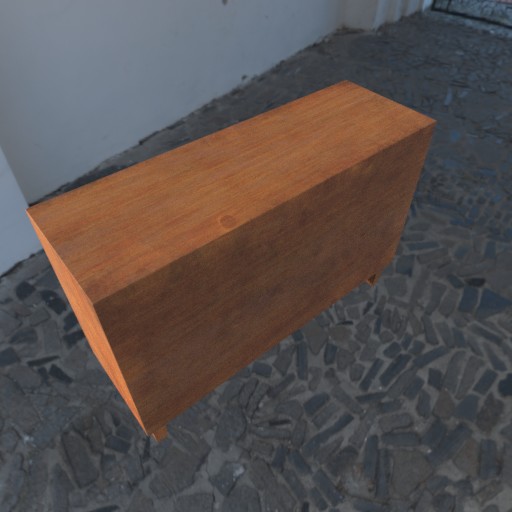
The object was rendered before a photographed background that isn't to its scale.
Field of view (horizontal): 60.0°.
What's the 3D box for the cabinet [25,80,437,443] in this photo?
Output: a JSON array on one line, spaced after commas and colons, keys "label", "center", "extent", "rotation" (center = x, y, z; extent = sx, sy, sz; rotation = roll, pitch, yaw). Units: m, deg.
[{"label": "cabinet", "center": [0.000, 0.000, 1.581], "extent": [1.204, 0.805, 0.403], "rotation": [-30, 53, -26]}]
